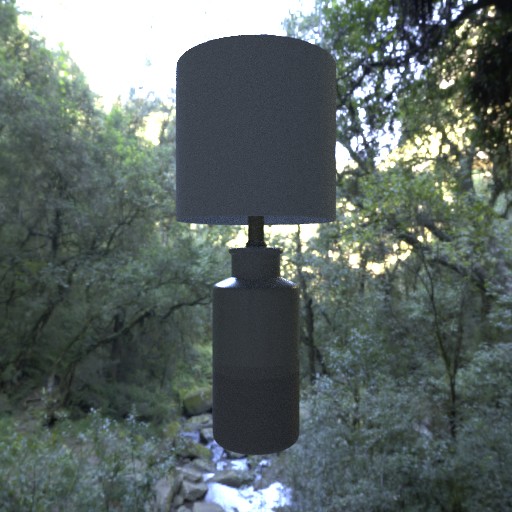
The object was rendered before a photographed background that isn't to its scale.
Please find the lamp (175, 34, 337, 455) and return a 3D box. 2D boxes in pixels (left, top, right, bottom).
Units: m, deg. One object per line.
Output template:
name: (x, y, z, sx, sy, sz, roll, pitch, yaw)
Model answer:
lamp: (0.000, 0.000, 0.597, 0.212, 0.493, 0.212, 0, 1, 18)
